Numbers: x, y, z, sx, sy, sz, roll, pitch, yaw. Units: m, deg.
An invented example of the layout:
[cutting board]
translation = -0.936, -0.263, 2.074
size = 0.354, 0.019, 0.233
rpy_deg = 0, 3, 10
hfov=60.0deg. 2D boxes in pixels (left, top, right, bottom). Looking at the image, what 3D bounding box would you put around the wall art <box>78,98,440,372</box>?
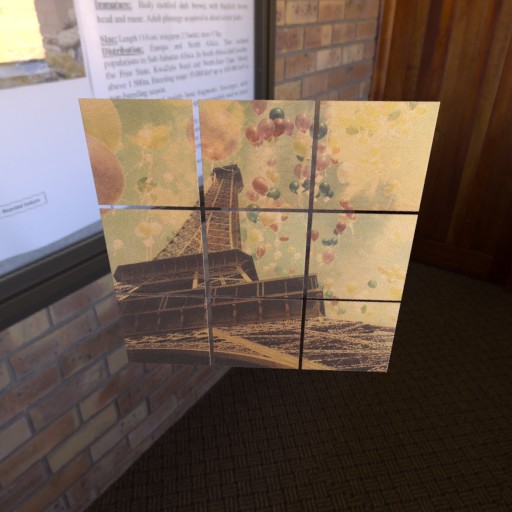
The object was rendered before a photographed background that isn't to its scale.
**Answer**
[wall art]
translation = 0.000, 0.000, 2.231
size = 1.517, 1.505, 0.002
rpy_deg = 1, 30, 2
